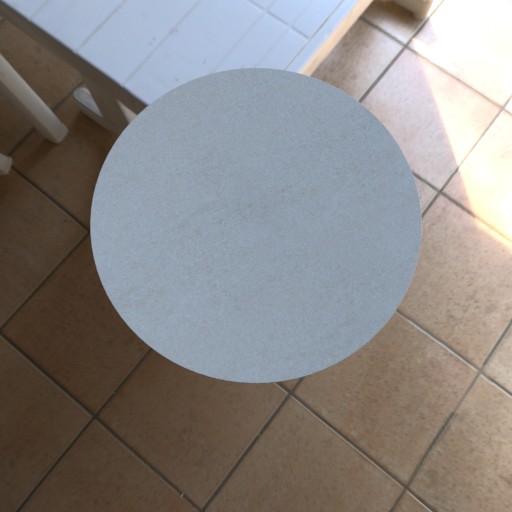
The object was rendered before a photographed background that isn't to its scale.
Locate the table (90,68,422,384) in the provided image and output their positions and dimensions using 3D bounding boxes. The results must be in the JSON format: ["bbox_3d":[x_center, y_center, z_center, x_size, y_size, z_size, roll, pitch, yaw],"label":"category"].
[{"bbox_3d":[0.000,0.000,0.943,0.500,0.564,0.500,0,76,0],"label":"table"}]
